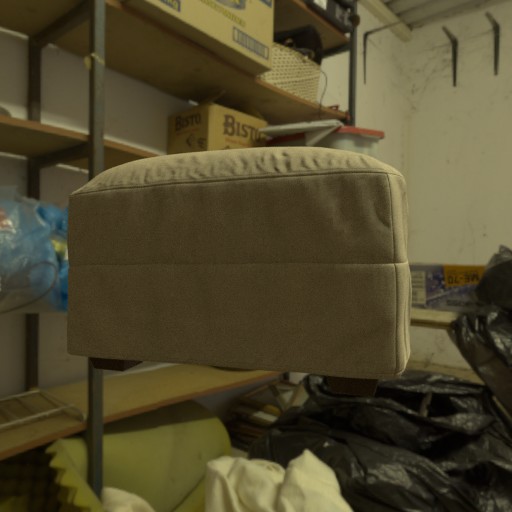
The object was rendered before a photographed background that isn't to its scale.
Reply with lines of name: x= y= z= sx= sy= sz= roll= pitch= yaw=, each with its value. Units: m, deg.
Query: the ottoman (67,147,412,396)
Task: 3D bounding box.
ottoman: x=0.000 y=0.000 z=1.077 sx=0.712 sy=0.480 sz=0.584 roll=0 pitch=1 yaw=18
